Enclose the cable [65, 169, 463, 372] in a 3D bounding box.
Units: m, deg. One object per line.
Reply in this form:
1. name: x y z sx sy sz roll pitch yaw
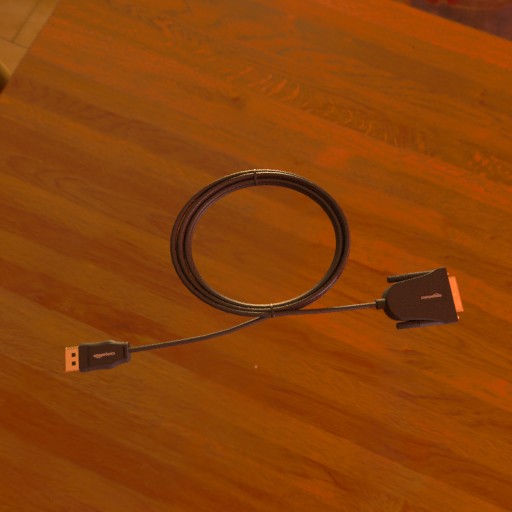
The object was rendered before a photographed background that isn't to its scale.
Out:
1. cable: 0.000 0.000 0.328 0.281 0.015 0.136 -7 76 -2
